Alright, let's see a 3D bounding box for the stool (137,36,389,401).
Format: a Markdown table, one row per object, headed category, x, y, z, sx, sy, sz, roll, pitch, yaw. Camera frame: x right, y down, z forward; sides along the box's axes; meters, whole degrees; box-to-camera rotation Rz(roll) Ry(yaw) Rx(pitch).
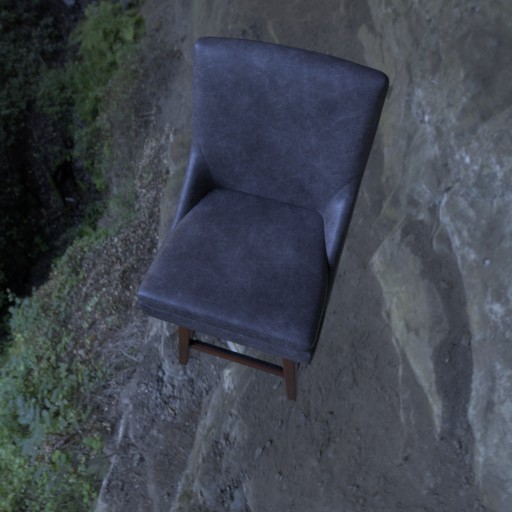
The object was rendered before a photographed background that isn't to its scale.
| category | x | y | z | sx | sy | sz | roll | pitch | yaw |
| --- | --- | --- | --- | --- | --- | --- | --- | --- | --- |
| stool | 0.000 | 0.000 | 1.358 | 0.492 | 1.046 | 0.587 | 15 | 61 | 9 |
